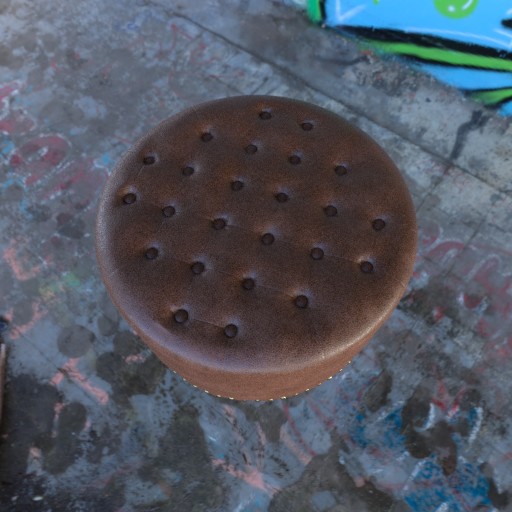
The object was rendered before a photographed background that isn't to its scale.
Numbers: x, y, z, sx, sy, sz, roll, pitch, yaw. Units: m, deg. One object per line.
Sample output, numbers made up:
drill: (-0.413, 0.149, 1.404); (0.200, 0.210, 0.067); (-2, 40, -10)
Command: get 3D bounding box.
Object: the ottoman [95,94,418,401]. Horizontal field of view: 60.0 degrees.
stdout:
ottoman: (0.000, 0.000, 1.048); (0.637, 0.442, 0.637); (0, 64, 0)
